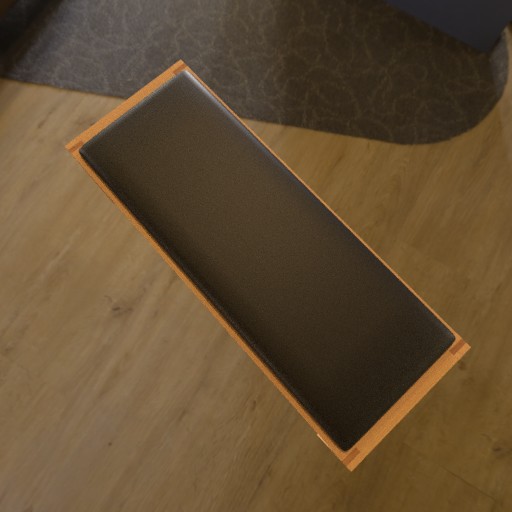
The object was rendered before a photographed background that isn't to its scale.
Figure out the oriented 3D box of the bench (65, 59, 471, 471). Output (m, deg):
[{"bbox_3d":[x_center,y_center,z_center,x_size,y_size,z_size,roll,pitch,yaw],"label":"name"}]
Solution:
[{"bbox_3d":[0.000,0.000,1.406,0.450,0.430,1.202,-41,79,-10],"label":"bench"}]
